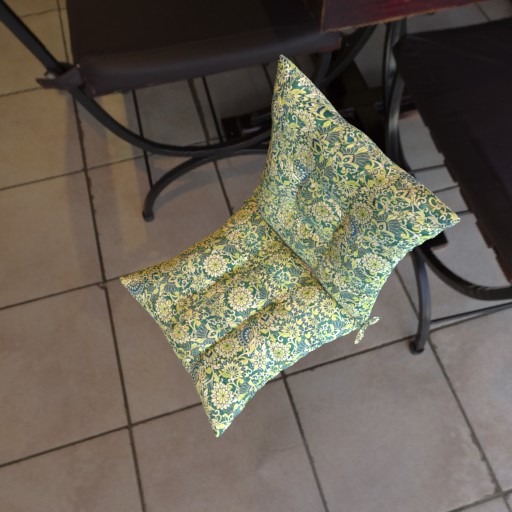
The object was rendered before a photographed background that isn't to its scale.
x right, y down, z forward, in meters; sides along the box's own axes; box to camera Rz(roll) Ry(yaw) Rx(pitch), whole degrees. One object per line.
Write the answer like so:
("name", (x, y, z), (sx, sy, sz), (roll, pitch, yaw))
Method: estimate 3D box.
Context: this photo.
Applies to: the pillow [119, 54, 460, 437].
("pillow", (0.000, 0.000, 1.018), (0.585, 0.536, 0.541), (-33, 68, -15))
